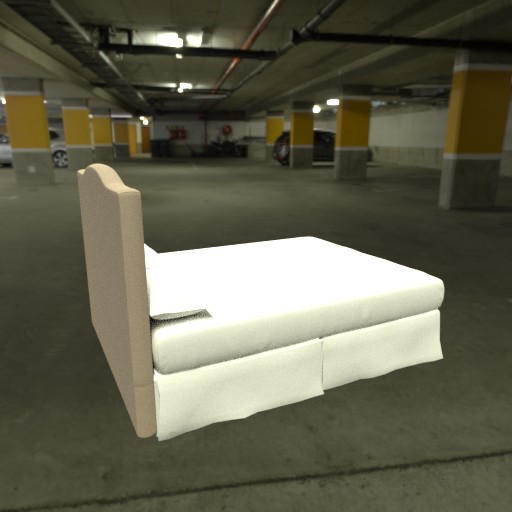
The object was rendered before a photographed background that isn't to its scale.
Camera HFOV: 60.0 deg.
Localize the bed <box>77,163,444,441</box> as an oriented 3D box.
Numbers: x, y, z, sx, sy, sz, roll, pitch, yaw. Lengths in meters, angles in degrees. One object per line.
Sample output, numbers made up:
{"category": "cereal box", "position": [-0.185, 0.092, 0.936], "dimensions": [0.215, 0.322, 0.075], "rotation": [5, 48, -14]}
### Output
{"category": "bed", "position": [0.000, 0.000, 3.405], "dimensions": [2.282, 1.436, 1.821], "rotation": [-7, 16, -26]}
